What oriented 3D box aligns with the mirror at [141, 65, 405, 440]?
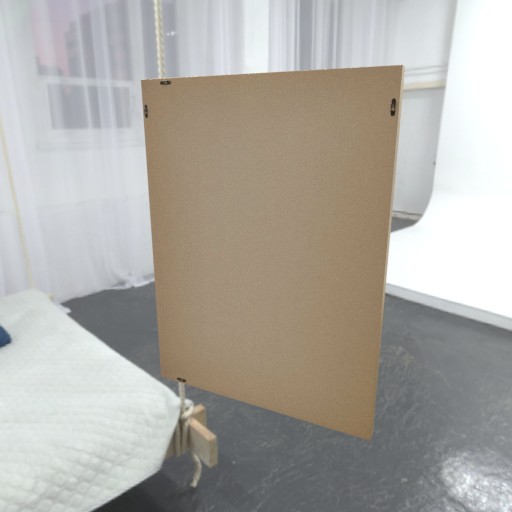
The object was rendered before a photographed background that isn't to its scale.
[{"bbox_3d":[0.000,0.000,1.329,0.762,1.016,0.041,8,18,26],"label":"mirror"}]
